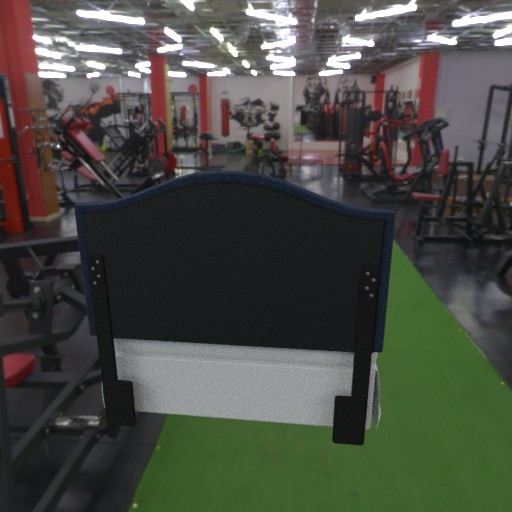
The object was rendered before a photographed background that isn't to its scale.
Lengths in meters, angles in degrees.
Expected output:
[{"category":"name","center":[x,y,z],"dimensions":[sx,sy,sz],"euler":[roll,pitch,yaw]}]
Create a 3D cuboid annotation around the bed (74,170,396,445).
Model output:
[{"category":"bed","center":[0.000,0.000,3.375],"dimensions":[1.725,1.518,2.153],"euler":[2,18,7]}]
